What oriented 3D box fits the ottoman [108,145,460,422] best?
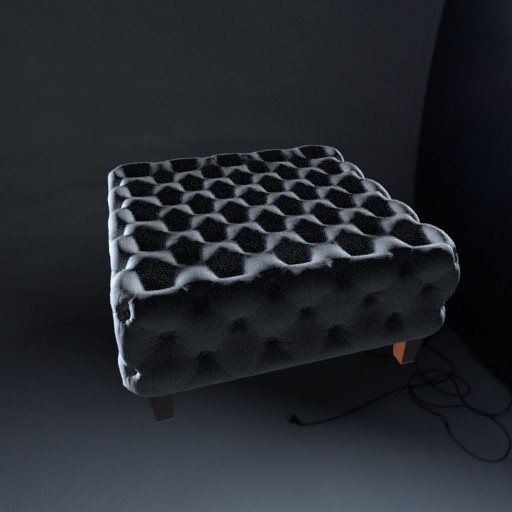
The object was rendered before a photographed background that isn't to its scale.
[{"bbox_3d":[0.000,0.000,1.226,0.758,0.365,0.764,-9,33,-14],"label":"ottoman"}]
